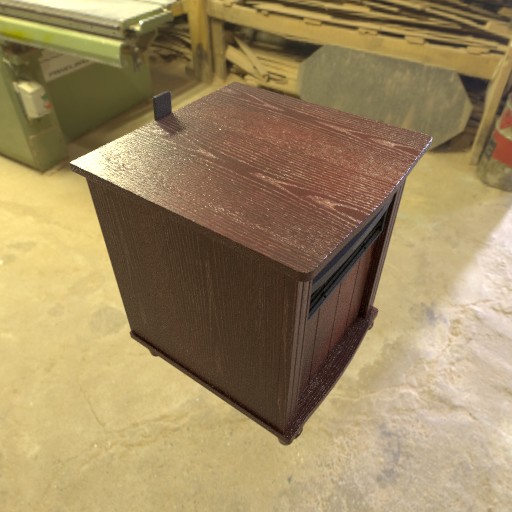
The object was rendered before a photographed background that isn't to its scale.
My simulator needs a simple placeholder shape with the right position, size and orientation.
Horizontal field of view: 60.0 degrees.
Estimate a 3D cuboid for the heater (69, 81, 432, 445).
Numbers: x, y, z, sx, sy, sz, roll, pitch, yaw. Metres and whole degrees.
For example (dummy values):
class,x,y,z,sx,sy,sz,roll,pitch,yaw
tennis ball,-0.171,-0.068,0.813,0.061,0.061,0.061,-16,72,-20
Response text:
class,x,y,z,sx,sy,sz,roll,pitch,yaw
heater,0.000,0.000,0.763,0.400,0.481,0.362,26,48,26
